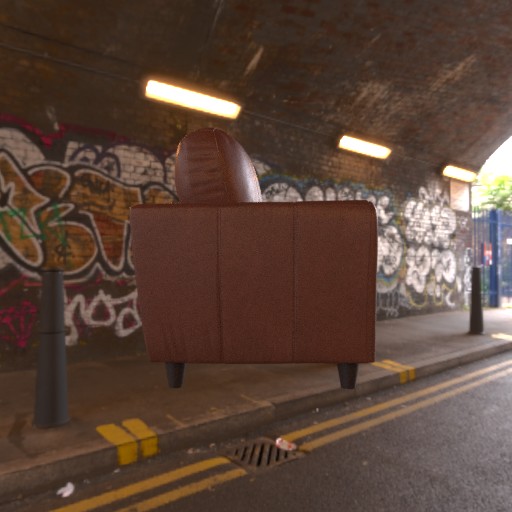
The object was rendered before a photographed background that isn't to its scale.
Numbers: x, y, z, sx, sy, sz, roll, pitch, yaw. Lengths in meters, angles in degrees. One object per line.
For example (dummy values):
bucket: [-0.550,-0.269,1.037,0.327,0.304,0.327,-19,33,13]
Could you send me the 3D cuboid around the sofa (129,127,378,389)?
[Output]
sofa: [0.000,0.000,2.308,0.802,0.915,1.862,0,-1,0]
